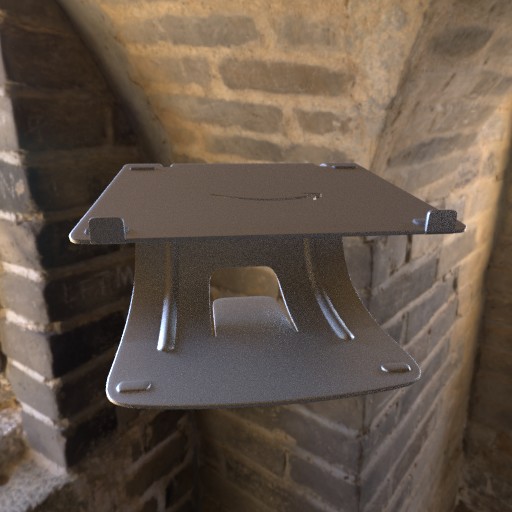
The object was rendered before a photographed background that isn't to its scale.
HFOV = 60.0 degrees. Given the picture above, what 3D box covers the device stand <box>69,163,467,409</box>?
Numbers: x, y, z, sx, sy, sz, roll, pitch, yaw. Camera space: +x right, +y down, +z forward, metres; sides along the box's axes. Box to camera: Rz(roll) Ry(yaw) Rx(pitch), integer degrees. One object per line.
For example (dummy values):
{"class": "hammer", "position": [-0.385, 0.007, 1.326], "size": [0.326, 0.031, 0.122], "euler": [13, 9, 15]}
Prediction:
{"class": "device stand", "position": [0.000, 0.000, 0.394], "size": [0.256, 0.155, 0.236], "euler": [-2, 14, -8]}
